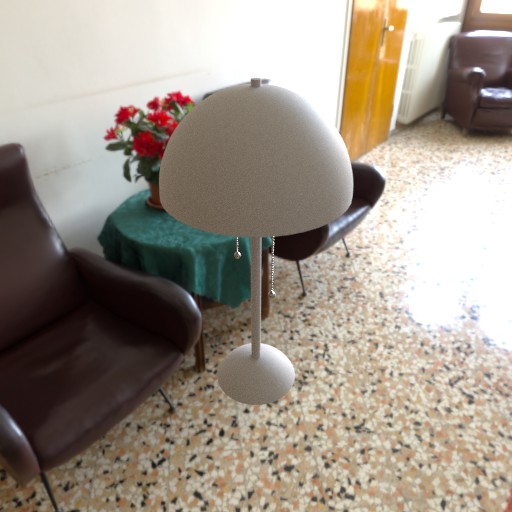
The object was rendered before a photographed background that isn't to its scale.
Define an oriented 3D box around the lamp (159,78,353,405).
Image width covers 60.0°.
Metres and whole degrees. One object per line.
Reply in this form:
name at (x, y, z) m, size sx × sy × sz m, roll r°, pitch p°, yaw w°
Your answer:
lamp at (0.000, 0.000, 0.437) m, size 0.171 × 0.330 × 0.171 m, roll 0°, pitch 32°, yaw 0°
